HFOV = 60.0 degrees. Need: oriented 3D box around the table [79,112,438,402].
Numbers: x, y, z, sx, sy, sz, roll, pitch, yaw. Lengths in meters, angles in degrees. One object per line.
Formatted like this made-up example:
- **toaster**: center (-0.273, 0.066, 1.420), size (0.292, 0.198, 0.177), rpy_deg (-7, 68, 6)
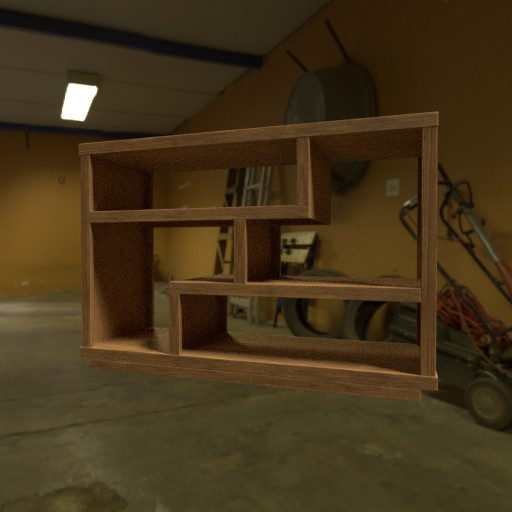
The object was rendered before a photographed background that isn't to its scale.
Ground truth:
- **table**: center (0.000, 0.000, 1.544), size (1.151, 0.771, 0.410), rpy_deg (0, 1, 18)
